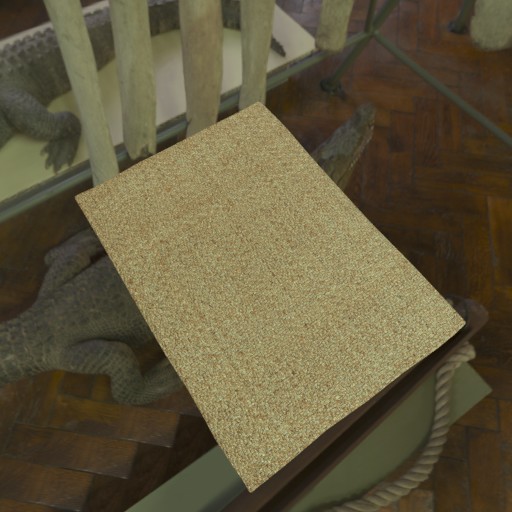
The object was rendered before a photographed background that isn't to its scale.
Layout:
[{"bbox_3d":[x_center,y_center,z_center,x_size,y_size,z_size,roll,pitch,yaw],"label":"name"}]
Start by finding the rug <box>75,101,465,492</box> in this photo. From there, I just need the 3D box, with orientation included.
[{"bbox_3d":[0.000,0.000,2.780,1.566,0.013,2.141,-32,68,-15],"label":"rug"}]
